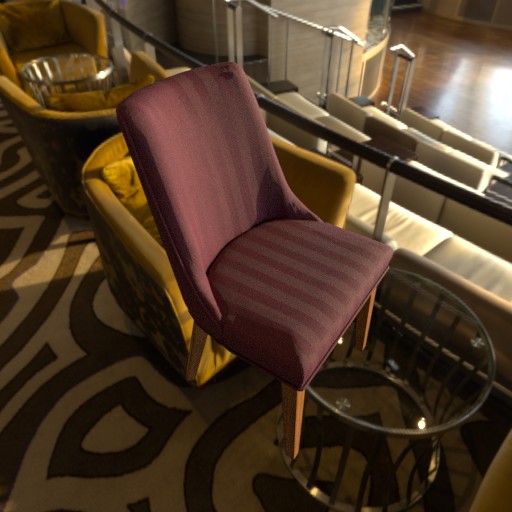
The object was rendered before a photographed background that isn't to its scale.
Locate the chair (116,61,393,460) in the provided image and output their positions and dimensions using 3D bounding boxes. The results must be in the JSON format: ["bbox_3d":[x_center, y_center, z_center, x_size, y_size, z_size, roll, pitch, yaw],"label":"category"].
[{"bbox_3d":[0.000,0.000,1.290,0.638,0.916,0.548,24,46,26],"label":"chair"}]
